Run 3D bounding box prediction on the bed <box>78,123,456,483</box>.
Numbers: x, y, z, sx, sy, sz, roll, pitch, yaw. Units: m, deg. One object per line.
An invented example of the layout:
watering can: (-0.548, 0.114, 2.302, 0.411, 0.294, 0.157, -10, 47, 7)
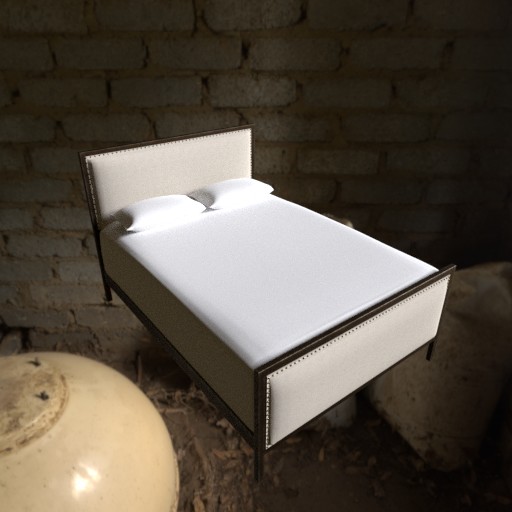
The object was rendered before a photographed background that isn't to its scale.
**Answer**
bed: (0.000, 0.000, 3.225, 1.607, 1.313, 2.221, -20, 34, -32)
